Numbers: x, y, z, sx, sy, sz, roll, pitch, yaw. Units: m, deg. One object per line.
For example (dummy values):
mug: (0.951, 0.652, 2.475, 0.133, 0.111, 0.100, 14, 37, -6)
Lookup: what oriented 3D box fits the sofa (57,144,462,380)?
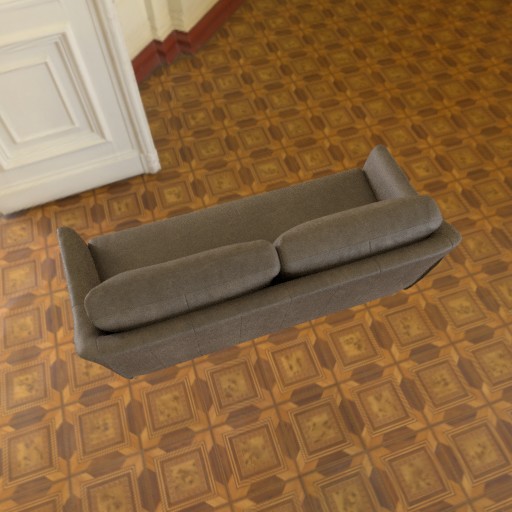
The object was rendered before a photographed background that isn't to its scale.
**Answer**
sofa: (0.000, 0.000, 2.518, 2.036, 0.902, 0.960, -16, 59, -10)
